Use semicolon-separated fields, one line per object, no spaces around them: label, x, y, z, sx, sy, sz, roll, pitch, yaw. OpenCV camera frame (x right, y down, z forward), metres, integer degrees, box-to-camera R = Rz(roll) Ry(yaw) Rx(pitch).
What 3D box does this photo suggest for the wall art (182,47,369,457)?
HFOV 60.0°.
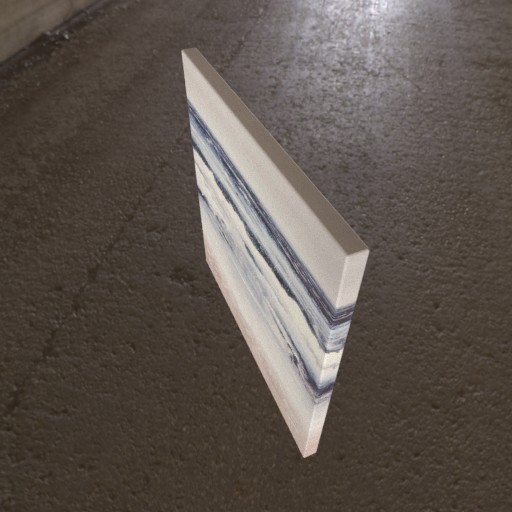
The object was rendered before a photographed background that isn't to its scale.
wall art;0.000;0.000;1.109;0.065;0.747;0.755;-18;49;-16
